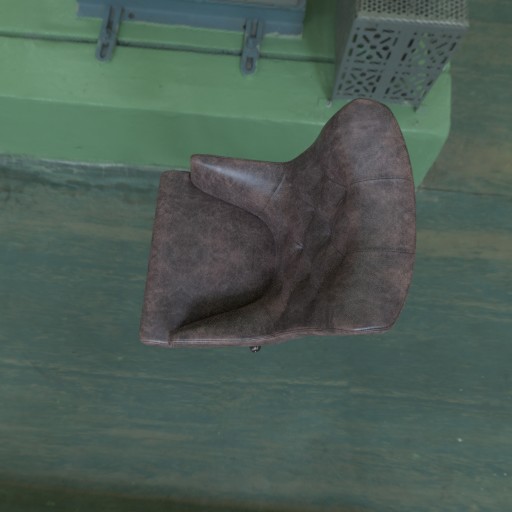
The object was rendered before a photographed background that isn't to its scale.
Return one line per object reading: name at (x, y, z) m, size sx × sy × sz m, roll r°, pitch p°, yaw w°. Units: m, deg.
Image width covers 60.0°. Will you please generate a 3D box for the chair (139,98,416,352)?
chair at (0.000, 0.000, 1.499) m, size 0.762 × 1.035 × 0.641 m, roll 4°, pitch 76°, yaw 1°
